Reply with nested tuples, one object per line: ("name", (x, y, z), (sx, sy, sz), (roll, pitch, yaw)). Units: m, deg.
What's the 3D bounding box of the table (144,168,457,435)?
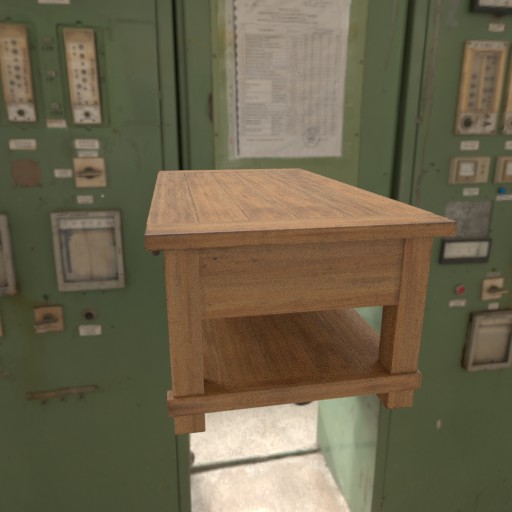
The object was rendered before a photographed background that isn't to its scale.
("table", (0.000, 0.000, 1.592), (0.693, 0.494, 1.270), (-3, 17, -10))
